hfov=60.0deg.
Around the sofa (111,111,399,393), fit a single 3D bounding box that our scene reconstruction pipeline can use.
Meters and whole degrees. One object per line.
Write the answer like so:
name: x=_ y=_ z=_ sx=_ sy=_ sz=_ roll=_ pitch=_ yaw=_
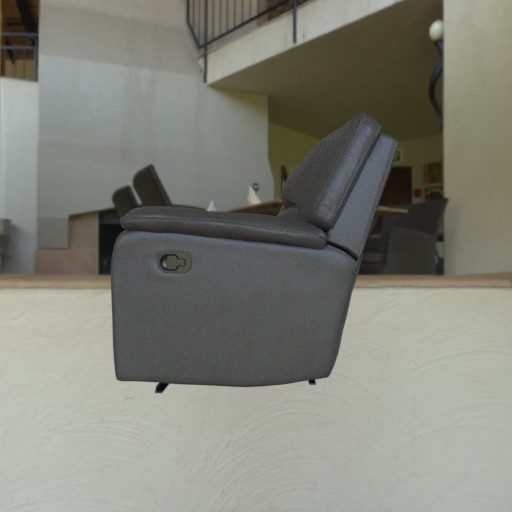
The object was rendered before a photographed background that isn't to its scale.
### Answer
sofa: x=0.000 y=0.000 z=2.433 sx=1.104 sy=1.111 sz=1.765 roll=0 pitch=-1 yaw=2
